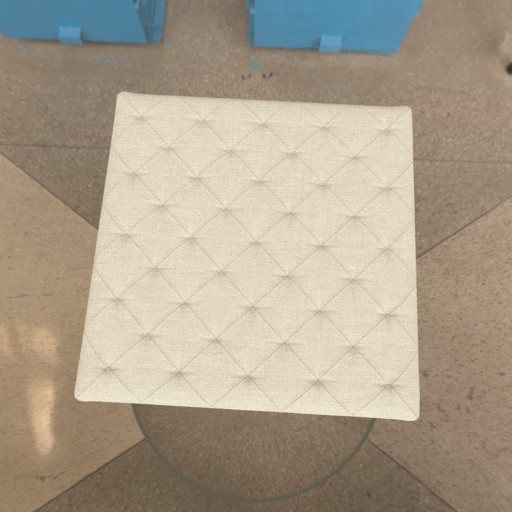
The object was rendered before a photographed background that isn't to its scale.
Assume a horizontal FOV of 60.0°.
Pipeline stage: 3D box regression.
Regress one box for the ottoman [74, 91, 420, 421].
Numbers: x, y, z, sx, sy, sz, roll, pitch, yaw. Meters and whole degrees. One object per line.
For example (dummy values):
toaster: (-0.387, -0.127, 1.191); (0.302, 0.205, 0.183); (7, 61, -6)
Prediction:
ottoman: (0.000, 0.000, 1.604); (1.028, 0.439, 1.028); (3, 77, 1)
